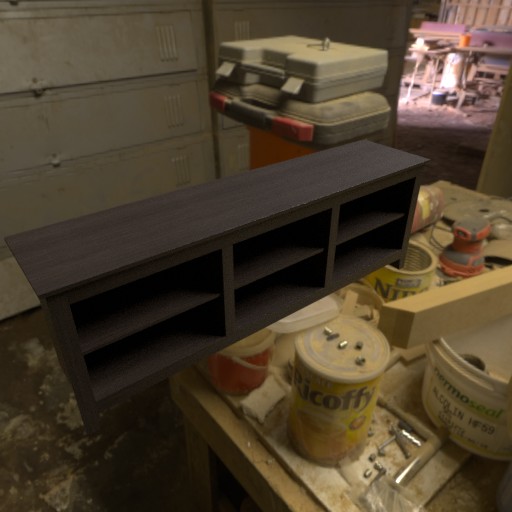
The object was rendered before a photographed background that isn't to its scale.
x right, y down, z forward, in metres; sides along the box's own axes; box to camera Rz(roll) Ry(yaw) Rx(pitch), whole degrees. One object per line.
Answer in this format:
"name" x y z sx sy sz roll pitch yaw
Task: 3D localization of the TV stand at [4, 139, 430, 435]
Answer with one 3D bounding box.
"TV stand" 0.000 0.000 1.940 1.778 0.610 0.406 -22 38 -31
